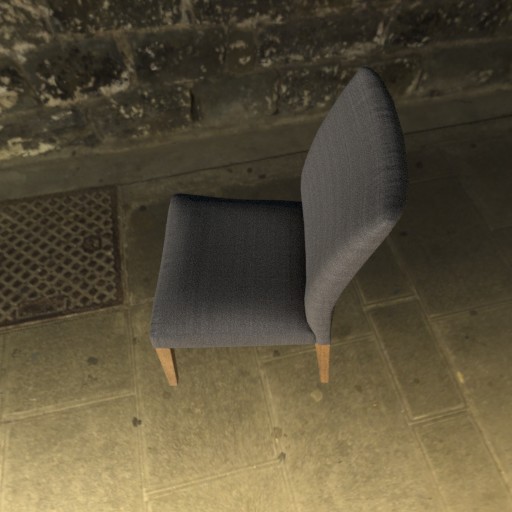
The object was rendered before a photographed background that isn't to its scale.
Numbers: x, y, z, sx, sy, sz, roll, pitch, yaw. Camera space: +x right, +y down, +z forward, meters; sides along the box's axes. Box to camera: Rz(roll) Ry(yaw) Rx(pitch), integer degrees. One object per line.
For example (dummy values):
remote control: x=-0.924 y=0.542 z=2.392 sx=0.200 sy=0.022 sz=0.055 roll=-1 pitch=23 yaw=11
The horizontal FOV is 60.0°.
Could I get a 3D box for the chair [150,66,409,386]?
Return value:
chair: x=0.000 y=0.000 z=1.267 sx=0.585 sy=0.940 sz=0.496 roll=1 pitch=58 yaw=1
